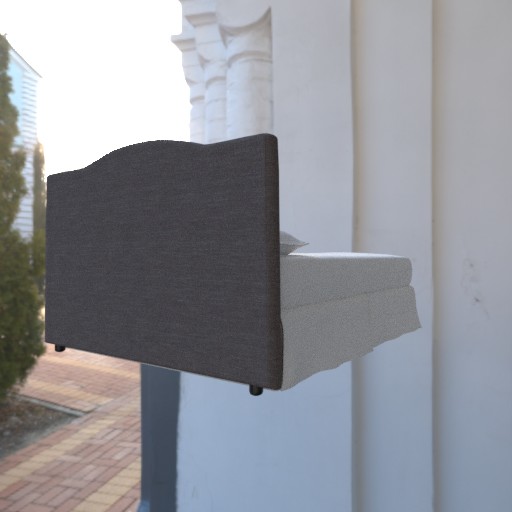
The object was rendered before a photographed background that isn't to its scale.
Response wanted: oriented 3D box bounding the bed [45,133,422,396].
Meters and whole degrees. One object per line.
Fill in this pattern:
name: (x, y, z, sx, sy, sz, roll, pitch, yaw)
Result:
bed: (0.000, 0.000, 3.904, 2.161, 1.457, 2.689, 0, 0, 35)
